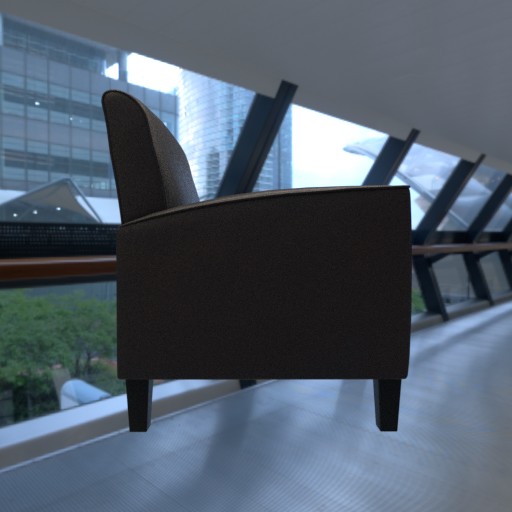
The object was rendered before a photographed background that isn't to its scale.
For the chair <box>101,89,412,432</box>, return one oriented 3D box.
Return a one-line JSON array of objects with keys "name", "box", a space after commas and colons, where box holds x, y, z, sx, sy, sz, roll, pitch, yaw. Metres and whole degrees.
[{"name": "chair", "box": [0.000, 0.000, 1.535, 0.819, 0.916, 0.820, 0, 1, 0]}]
